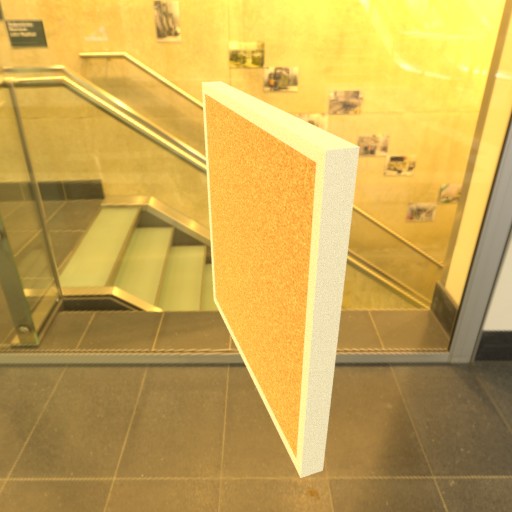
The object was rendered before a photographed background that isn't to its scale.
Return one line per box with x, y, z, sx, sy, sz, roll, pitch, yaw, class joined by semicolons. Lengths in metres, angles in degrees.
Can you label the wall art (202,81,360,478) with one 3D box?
0.000;0.000;0.769;0.038;0.505;0.506;-10;30;-17;wall art
